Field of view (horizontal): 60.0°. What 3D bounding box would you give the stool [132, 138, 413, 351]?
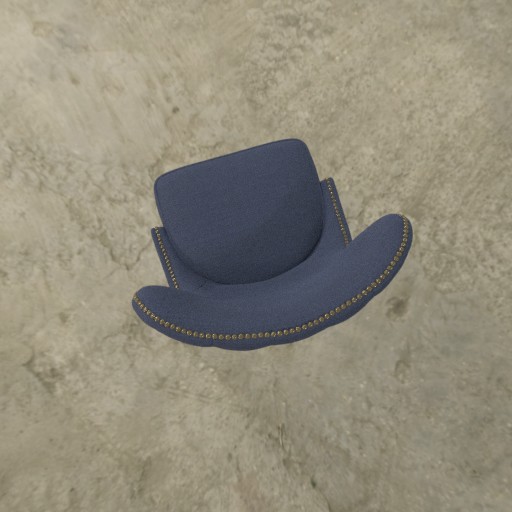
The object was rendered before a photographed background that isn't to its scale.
[{"bbox_3d":[0.000,0.000,1.380,0.615,0.972,0.597,-17,76,-4],"label":"stool"}]
